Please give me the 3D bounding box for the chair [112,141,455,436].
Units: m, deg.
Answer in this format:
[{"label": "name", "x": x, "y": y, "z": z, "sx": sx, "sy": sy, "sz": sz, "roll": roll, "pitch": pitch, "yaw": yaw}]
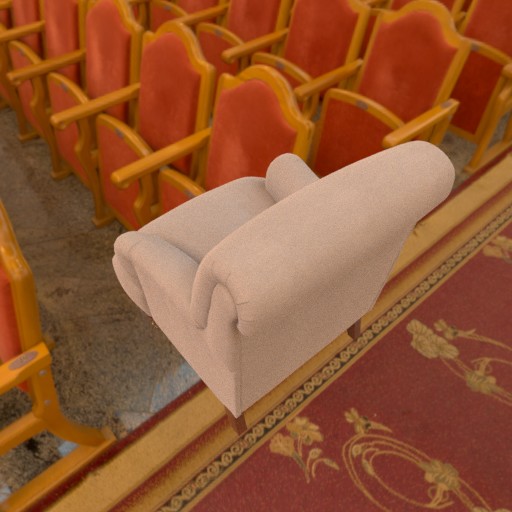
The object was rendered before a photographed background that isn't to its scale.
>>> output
[{"label": "chair", "x": 0.000, "y": 0.000, "z": 1.526, "sx": 0.766, "sy": 0.942, "sz": 0.842, "roll": -32, "pitch": 54, "yaw": -26}]
